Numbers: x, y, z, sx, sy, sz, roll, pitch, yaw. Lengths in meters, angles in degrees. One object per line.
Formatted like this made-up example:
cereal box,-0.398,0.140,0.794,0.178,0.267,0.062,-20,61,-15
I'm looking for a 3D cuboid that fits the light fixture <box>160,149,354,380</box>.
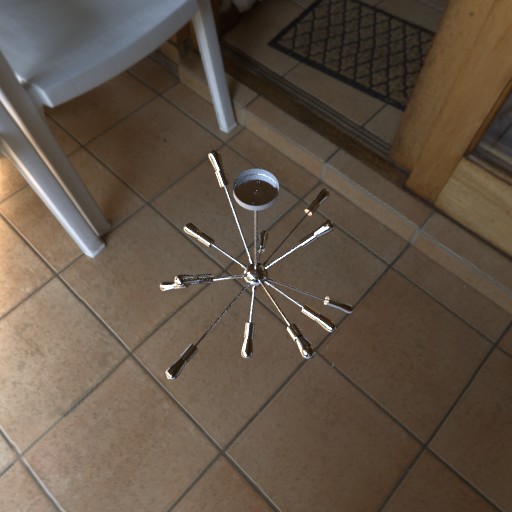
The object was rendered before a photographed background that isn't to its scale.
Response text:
light fixture,0.000,0.000,1.079,0.509,0.558,0.684,34,67,16
